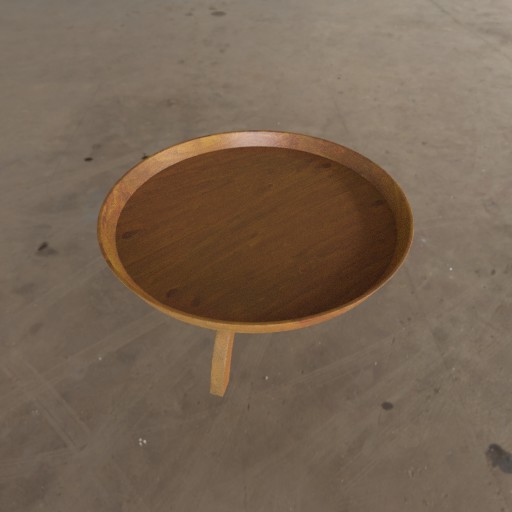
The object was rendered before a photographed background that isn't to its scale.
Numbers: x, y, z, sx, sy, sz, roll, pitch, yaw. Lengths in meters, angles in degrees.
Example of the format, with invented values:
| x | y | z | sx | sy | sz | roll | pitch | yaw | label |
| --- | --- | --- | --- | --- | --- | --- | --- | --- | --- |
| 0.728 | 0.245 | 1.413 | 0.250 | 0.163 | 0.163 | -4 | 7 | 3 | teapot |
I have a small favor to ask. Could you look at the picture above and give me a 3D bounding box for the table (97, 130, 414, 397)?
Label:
| x | y | z | sx | sy | sz | roll | pitch | yaw | label |
| --- | --- | --- | --- | --- | --- | --- | --- | --- | --- |
| 0.000 | 0.000 | 1.595 | 1.016 | 0.470 | 1.016 | 0 | 42 | 0 | table |
